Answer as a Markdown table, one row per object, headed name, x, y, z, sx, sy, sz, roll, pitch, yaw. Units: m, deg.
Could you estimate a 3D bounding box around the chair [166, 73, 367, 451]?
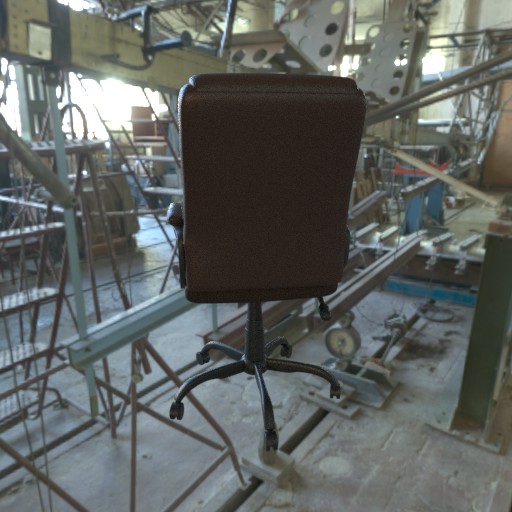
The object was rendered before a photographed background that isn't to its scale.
| name | x | y | z | sx | sy | sz | roll | pitch | yaw |
| --- | --- | --- | --- | --- | --- | --- | --- | --- | --- |
| chair | 0.000 | 0.000 | 1.484 | 0.615 | 1.072 | 0.655 | -2 | 15 | -9 |
